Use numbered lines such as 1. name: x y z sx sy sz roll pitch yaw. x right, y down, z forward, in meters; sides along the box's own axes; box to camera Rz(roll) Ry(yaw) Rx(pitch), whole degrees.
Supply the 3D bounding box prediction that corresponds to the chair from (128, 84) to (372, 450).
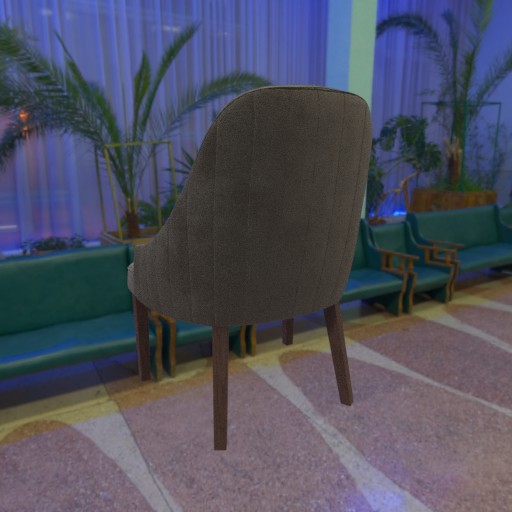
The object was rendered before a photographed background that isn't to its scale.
1. chair: 0.000 0.000 1.310 0.643 0.889 0.575 -7 15 -28
